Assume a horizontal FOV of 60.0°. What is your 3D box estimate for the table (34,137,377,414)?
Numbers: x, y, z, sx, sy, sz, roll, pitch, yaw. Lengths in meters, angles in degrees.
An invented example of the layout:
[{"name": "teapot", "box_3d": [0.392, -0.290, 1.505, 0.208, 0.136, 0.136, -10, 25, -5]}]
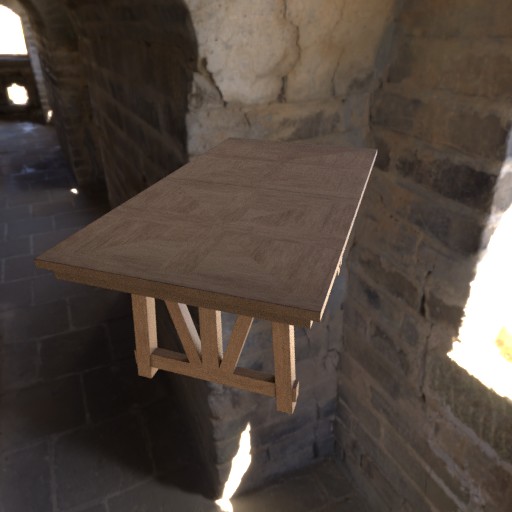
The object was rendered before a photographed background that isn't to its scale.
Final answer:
[{"name": "table", "box_3d": [0.000, 0.000, 2.379, 1.016, 0.768, 1.881, 9, 30, 16]}]
